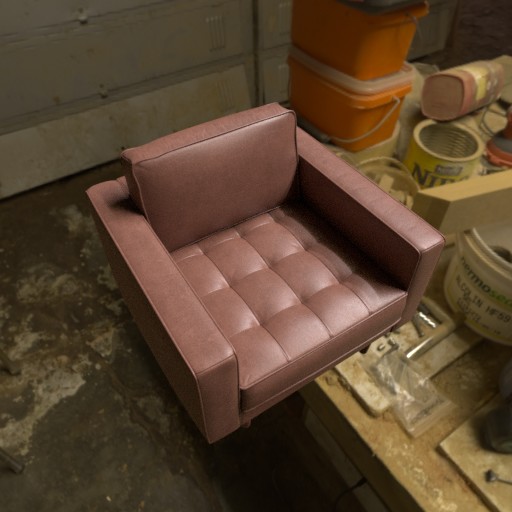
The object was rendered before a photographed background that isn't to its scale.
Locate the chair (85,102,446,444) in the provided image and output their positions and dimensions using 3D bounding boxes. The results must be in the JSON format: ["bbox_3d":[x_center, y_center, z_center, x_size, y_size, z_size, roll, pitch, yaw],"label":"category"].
[{"bbox_3d":[0.000,0.000,1.588,0.920,0.770,0.900,-25,52,-21],"label":"chair"}]
